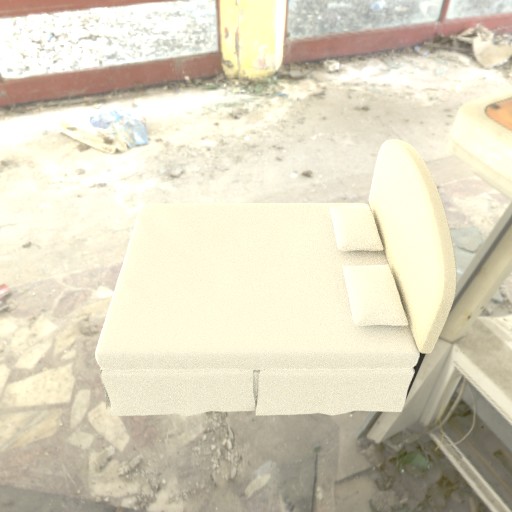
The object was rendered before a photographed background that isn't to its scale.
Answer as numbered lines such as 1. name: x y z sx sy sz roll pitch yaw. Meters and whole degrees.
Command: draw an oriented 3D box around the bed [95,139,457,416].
1. bed: 0.000 0.000 3.043 2.005 1.410 1.607 0 42 0
